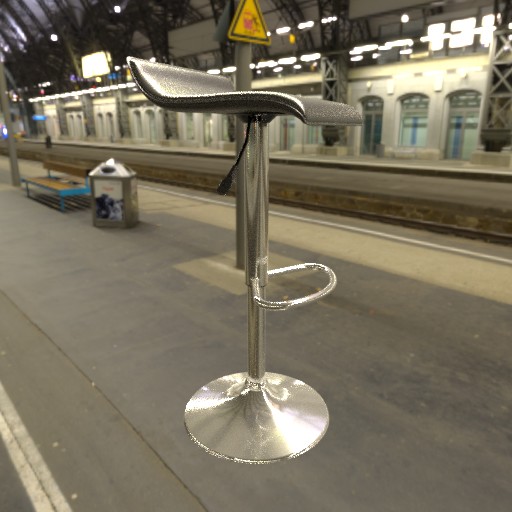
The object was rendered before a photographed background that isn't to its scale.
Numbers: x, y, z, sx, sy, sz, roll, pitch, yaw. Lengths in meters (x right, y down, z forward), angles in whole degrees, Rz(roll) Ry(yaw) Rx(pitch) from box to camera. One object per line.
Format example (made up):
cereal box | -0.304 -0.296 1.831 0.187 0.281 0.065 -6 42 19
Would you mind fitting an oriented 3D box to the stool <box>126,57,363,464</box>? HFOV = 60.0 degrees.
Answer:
stool | 0.000 0.000 1.050 0.381 0.851 0.381 8 18 26
